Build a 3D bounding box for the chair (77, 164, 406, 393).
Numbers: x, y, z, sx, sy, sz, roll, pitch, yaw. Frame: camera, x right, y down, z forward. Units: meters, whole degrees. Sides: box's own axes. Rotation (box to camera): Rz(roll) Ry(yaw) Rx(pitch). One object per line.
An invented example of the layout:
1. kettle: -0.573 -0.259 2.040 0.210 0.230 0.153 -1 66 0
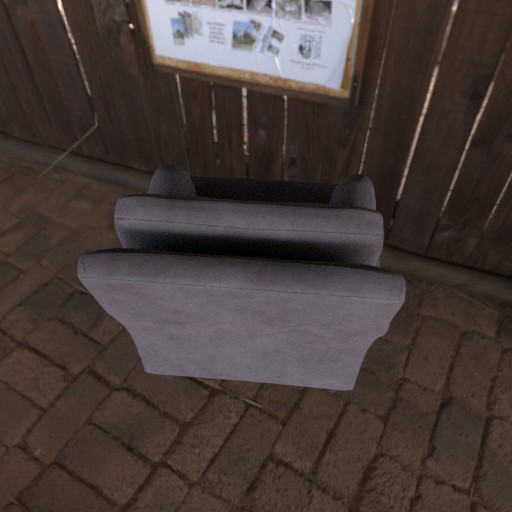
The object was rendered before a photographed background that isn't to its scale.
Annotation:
1. chair: 0.000 0.000 1.831 0.955 0.997 1.070 4 46 4
